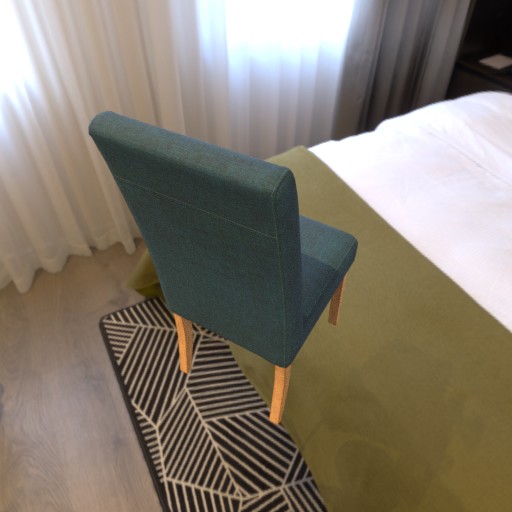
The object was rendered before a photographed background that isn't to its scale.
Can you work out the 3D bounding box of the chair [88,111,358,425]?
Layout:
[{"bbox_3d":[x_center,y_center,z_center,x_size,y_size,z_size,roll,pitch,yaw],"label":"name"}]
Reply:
[{"bbox_3d":[0.000,0.000,1.327,0.450,1.029,0.610,23,48,22],"label":"chair"}]
